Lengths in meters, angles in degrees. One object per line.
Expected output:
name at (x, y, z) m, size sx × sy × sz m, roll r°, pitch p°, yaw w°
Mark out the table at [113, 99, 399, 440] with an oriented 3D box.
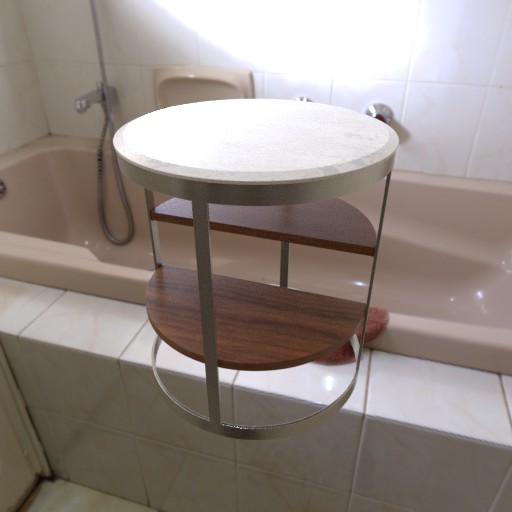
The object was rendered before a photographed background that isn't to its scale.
table at (0.000, 0.000, 0.766) m, size 0.407 × 0.447 × 0.407 m, roll 0°, pitch 31°, yaw 0°
